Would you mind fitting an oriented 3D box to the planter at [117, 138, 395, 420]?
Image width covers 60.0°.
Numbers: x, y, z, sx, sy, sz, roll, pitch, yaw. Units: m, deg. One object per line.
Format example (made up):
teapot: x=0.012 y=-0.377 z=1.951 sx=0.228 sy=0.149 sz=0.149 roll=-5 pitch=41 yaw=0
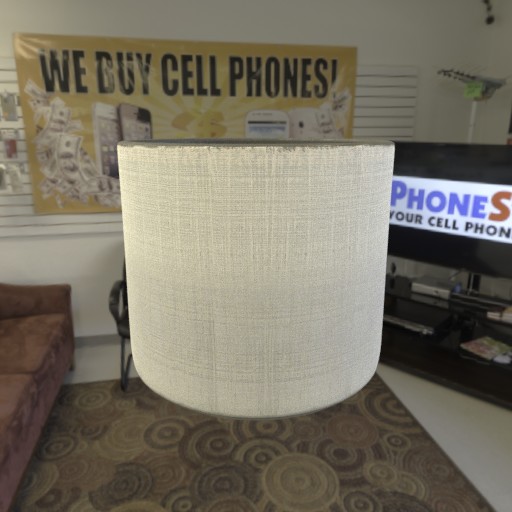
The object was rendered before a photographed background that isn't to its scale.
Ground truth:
planter: x=0.000 y=0.000 z=0.396 sx=0.226 sy=0.201 sz=0.226 roll=0 pitch=16 yaw=0
